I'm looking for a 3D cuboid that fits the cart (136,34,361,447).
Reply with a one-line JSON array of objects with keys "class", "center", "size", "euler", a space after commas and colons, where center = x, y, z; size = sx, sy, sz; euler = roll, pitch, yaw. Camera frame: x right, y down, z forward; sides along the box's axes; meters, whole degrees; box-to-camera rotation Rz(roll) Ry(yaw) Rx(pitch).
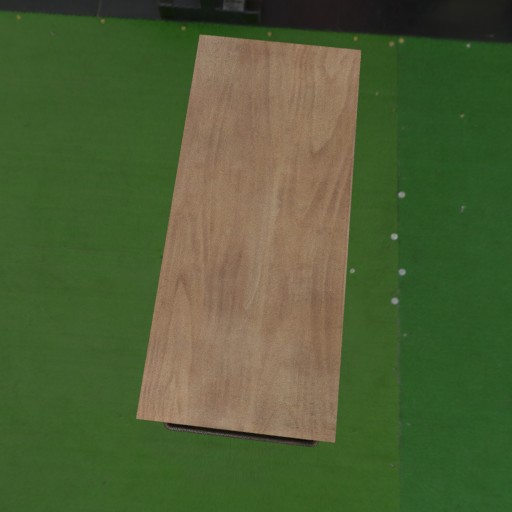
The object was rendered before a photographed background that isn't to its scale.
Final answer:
[{"class": "cart", "center": [0.000, 0.000, 0.973], "size": [0.298, 0.554, 0.686], "euler": [6, 77, 1]}]
